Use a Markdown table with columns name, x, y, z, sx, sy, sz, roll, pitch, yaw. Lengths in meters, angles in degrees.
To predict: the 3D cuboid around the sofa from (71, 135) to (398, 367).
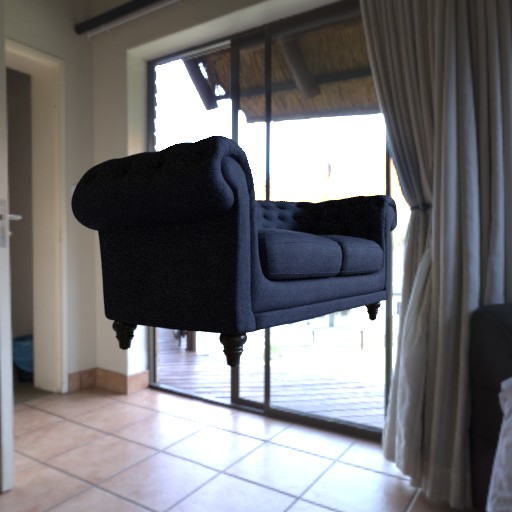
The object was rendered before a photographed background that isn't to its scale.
| name | x | y | z | sx | sy | sz | roll | pitch | yaw |
| --- | --- | --- | --- | --- | --- | --- | --- | --- | --- |
| sofa | 0.000 | 0.000 | 2.502 | 1.082 | 0.833 | 1.988 | 0 | 0 | 35 |
